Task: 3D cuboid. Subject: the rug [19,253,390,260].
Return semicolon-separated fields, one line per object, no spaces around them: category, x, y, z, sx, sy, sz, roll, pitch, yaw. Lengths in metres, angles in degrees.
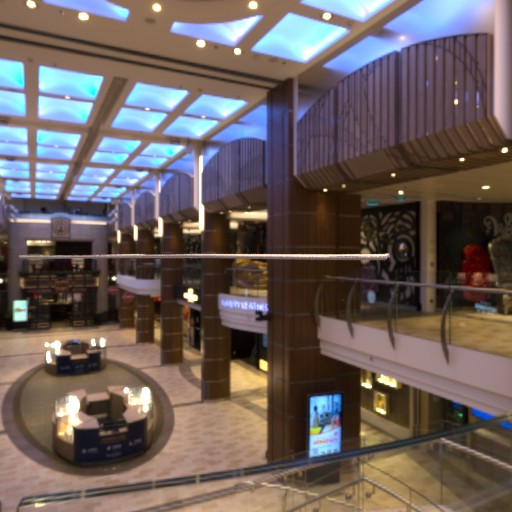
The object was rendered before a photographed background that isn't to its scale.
rug;0.000;0.000;4.271;2.467;0.046;3.245;0;0;17
